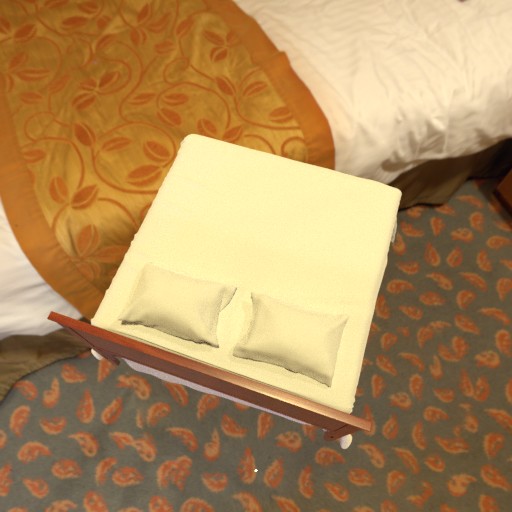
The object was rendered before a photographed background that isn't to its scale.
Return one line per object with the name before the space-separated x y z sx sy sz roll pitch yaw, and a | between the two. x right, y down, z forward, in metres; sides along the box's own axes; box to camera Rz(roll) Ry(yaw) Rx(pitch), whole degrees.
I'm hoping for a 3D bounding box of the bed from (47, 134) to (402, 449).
bed | 0.000 0.000 3.583 2.314 1.271 2.219 17 65 8
